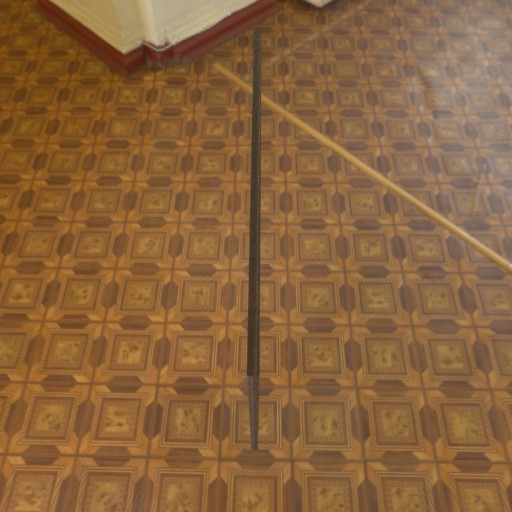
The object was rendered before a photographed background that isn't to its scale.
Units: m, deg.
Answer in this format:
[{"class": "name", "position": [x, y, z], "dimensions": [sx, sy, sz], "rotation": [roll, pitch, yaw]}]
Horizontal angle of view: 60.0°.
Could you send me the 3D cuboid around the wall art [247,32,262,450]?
[{"class": "wall art", "position": [0.000, 0.000, 1.425], "dimensions": [0.023, 0.875, 1.033], "rotation": [0, 58, 0]}]
